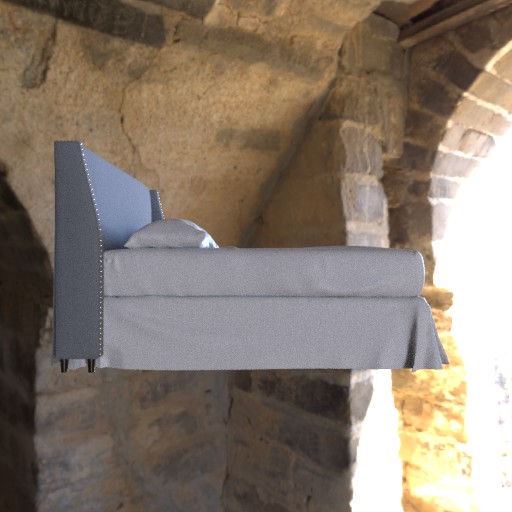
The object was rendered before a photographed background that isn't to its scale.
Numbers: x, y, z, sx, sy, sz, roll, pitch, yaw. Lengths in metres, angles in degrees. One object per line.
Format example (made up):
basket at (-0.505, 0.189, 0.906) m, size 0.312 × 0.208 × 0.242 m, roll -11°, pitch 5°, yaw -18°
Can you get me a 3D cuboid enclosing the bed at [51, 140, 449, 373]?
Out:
bed at (0.000, 0.000, 3.408) m, size 2.276 × 1.332 × 1.925 m, roll 0°, pitch 0°, yaw 1°
